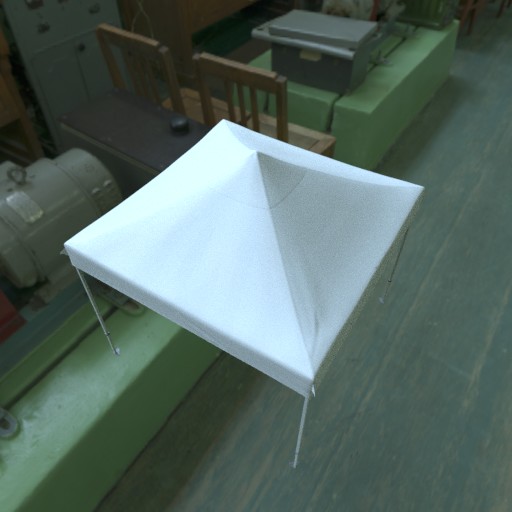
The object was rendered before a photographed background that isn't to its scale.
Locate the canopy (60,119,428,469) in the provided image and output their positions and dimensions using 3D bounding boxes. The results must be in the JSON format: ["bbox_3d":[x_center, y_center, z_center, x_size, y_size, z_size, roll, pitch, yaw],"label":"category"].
[{"bbox_3d":[0.000,0.000,5.399,2.996,2.998,2.994,25,52,21],"label":"canopy"}]
